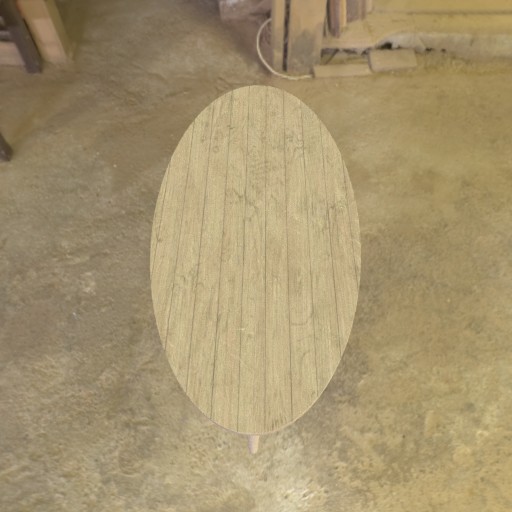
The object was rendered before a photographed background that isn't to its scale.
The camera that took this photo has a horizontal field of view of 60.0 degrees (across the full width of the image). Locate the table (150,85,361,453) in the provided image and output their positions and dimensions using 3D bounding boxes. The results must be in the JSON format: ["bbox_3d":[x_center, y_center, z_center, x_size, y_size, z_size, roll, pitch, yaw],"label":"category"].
[{"bbox_3d":[0.000,0.000,1.338,0.542,0.390,1.083,1,58,0],"label":"table"}]
